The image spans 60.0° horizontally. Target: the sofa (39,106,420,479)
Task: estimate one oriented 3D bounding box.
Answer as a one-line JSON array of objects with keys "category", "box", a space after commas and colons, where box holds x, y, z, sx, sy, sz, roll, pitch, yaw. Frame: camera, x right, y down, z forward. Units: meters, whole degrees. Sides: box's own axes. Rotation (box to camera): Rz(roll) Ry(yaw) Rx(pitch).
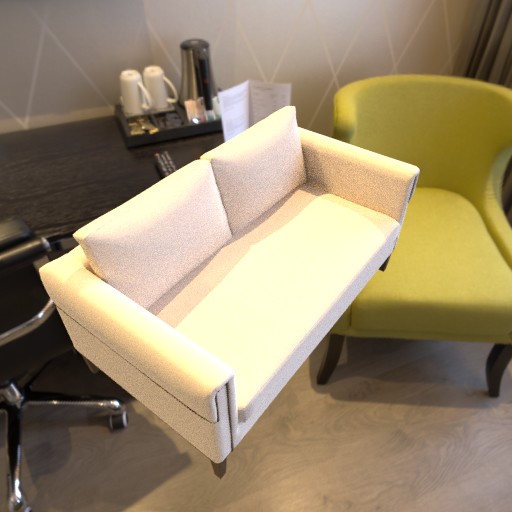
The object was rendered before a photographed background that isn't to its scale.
[{"category": "sofa", "box": [0.000, 0.000, 2.105, 0.905, 0.873, 1.598, 27, 49, 27]}]
